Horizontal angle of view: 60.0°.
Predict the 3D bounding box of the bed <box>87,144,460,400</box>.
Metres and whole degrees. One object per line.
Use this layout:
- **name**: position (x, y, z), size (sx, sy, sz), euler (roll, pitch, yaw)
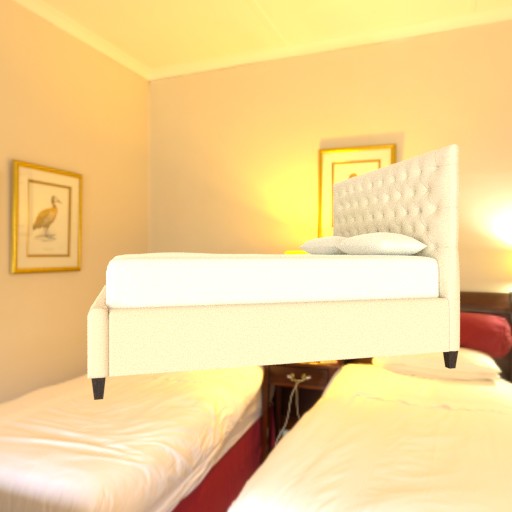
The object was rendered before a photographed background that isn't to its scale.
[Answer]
- **bed**: position (0.000, 0.000, 3.300), size (2.233, 1.426, 1.696), euler (0, 1, -16)
